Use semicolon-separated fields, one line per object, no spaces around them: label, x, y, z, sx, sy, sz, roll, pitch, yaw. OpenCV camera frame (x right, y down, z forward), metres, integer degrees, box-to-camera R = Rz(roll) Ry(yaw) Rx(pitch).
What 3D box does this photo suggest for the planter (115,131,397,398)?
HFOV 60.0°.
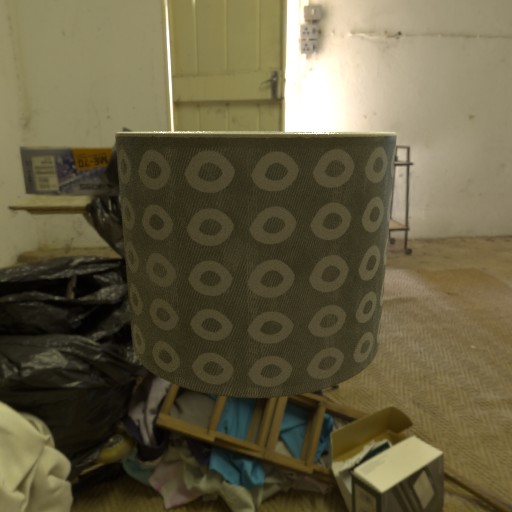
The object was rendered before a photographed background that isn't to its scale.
planter;0.000;0.000;0.337;0.190;0.181;0.190;0;16;0
